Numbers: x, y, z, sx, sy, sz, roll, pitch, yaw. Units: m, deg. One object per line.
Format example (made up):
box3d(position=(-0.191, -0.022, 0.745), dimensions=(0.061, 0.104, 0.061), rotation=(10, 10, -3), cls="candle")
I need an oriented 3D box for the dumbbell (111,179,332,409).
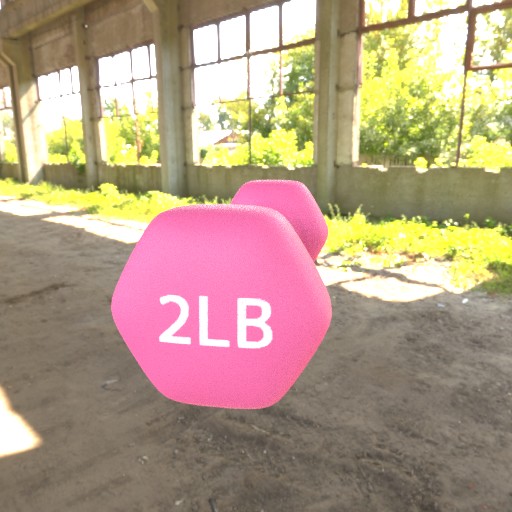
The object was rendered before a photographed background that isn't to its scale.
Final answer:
box3d(position=(0.000, 0.000, 0.174), dimensions=(0.058, 0.053, 0.146), rotation=(2, 13, 9), cls="dumbbell")
